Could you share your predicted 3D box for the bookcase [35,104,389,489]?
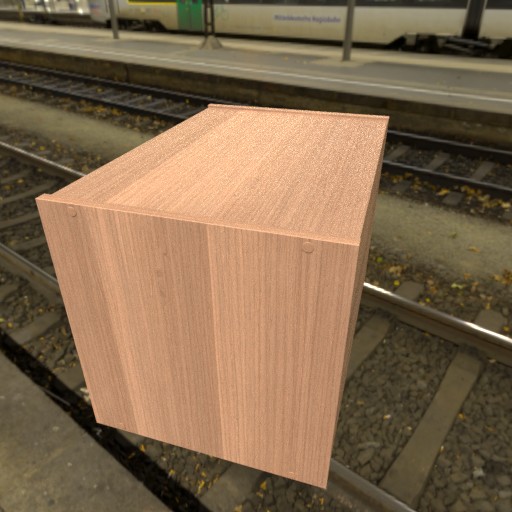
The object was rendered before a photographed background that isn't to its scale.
[{"bbox_3d":[0.000,0.000,0.612,0.290,0.305,0.415,9,32,15],"label":"bookcase"}]
